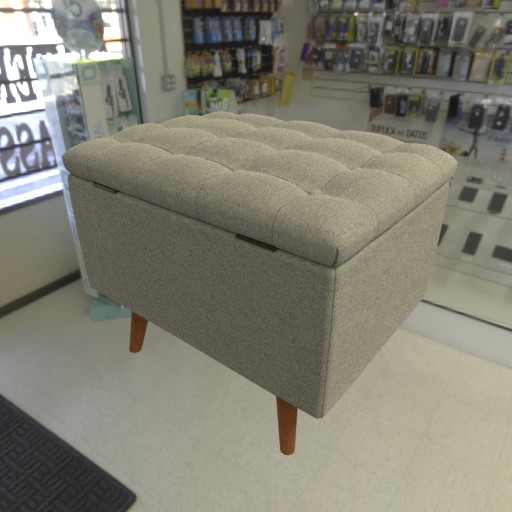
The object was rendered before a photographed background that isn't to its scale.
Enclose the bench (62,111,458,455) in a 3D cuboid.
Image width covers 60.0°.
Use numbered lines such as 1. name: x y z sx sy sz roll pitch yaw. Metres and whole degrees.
1. bench: 0.000 0.000 0.867 0.572 0.469 0.417 21 35 33
